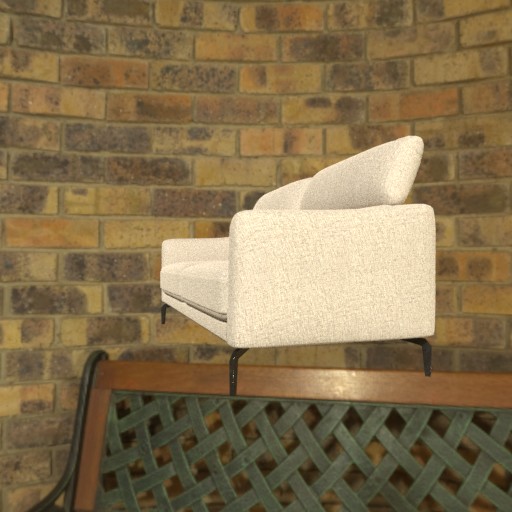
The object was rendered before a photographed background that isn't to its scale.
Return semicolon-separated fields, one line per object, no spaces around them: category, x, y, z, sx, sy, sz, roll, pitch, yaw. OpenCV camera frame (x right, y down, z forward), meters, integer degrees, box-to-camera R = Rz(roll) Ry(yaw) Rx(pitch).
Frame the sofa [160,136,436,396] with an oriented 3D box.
sofa;0.000;0.000;2.464;0.856;0.956;2.015;0;-1;-19
